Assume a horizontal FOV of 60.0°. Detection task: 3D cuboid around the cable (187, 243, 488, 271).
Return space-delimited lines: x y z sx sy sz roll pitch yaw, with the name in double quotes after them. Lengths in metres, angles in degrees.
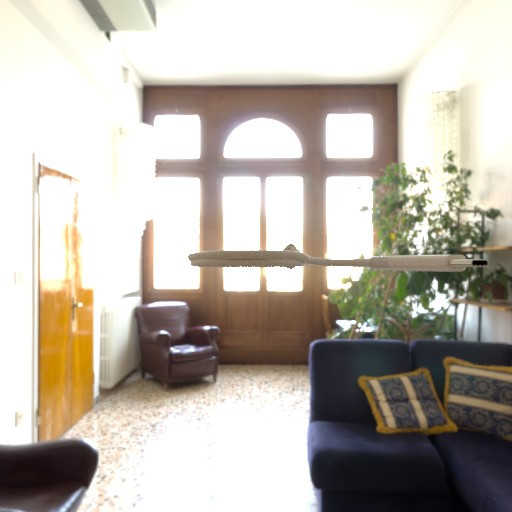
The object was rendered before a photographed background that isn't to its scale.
0.000 0.000 0.226 0.070 0.014 0.203 1 -1 -35 "cable"
